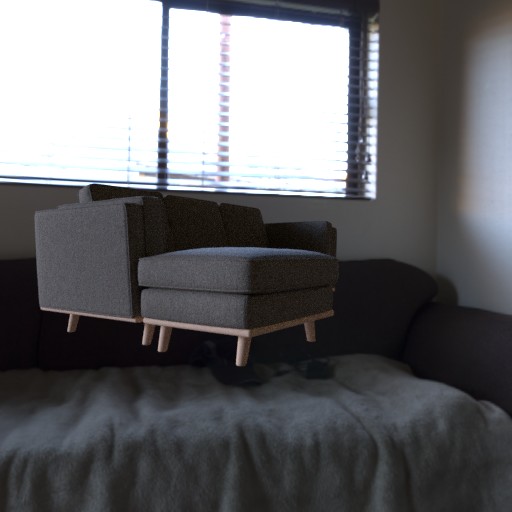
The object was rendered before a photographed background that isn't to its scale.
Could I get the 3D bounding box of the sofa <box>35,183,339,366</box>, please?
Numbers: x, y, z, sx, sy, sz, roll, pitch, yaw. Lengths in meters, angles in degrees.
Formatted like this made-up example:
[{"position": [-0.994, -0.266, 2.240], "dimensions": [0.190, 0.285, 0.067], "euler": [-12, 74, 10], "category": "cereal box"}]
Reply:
[{"position": [0.000, 0.000, 3.153], "dimensions": [1.604, 0.929, 2.411], "euler": [0, 0, 35], "category": "sofa"}]
